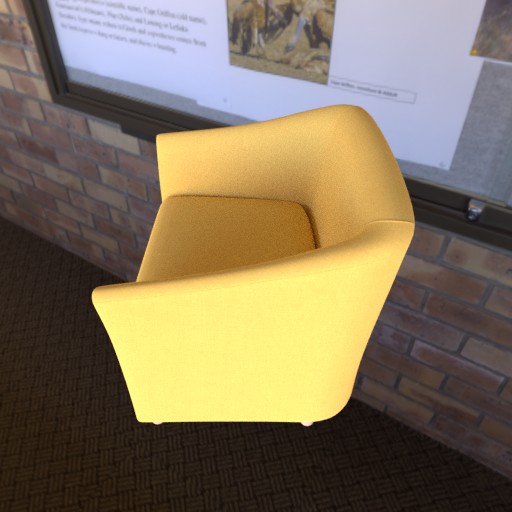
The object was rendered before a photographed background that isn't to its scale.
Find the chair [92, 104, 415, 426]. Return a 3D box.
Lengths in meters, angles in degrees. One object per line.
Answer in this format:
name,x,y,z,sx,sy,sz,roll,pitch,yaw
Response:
chair,0.000,0.000,1.356,0.700,0.720,0.790,0,40,1
